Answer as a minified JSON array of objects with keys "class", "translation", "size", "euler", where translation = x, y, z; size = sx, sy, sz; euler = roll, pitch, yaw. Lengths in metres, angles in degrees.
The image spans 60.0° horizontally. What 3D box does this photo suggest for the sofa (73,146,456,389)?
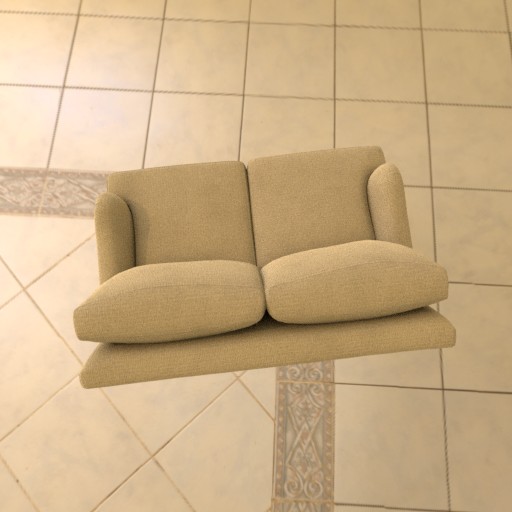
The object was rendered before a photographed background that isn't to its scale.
[{"class":"sofa","translation":[0.000,0.000,2.172],"size":[1.480,0.999,1.087],"euler":[-6,75,-2]}]
